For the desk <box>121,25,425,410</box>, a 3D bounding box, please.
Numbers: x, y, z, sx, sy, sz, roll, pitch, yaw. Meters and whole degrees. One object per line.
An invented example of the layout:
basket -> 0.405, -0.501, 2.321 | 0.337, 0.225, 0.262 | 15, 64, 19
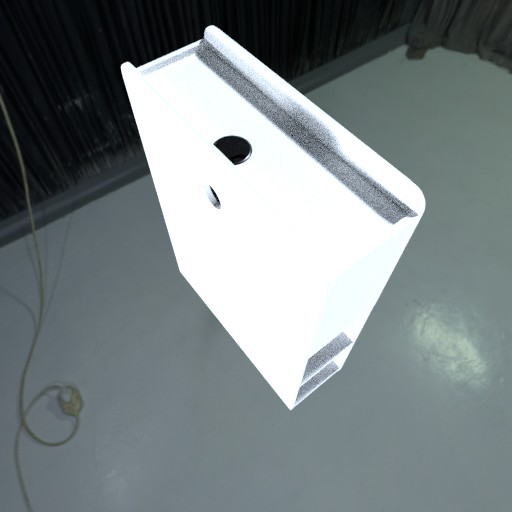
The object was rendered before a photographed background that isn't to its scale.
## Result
desk -> 0.000, 0.000, 1.515 | 0.278, 1.190, 0.795 | -34, 64, -19
